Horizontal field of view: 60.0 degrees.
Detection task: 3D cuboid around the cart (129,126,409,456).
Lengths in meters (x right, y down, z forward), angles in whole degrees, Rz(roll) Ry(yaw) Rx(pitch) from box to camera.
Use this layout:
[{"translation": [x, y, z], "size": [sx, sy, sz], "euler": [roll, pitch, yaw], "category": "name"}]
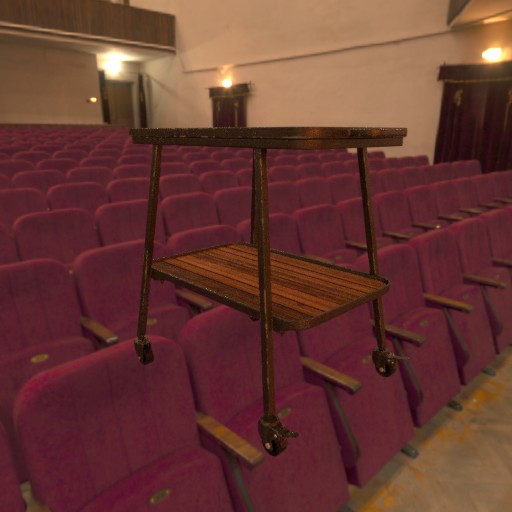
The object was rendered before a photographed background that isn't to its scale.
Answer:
[{"translation": [0.000, 0.000, 1.264], "size": [0.515, 0.700, 0.806], "euler": [-15, 21, -42], "category": "cart"}]
